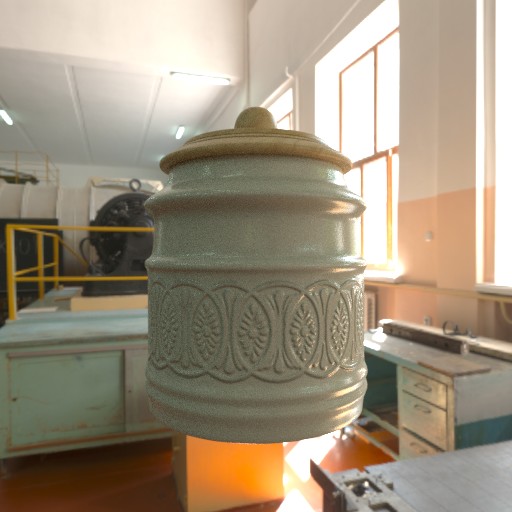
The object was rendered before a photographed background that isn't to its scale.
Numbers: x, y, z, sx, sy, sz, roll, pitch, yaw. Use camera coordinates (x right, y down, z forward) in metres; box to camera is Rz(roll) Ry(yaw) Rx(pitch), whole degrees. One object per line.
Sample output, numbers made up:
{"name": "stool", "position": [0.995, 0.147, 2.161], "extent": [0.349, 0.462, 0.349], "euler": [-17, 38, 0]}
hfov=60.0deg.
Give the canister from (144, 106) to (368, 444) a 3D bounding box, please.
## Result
{"name": "canister", "position": [0.000, 0.000, 0.265], "extent": [0.130, 0.176, 0.130], "euler": [0, 0, 0]}
